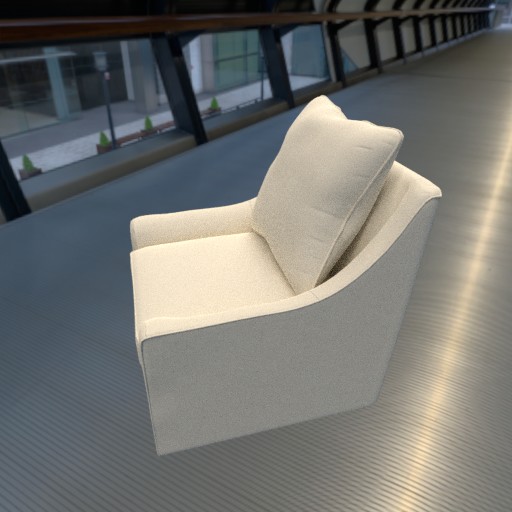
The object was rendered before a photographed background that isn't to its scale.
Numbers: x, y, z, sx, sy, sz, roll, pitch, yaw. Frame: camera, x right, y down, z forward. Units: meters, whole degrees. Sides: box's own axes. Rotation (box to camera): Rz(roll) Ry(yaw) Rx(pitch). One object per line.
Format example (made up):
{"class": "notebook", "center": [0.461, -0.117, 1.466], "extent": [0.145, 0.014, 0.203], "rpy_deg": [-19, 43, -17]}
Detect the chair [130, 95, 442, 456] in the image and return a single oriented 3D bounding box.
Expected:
{"class": "chair", "center": [0.000, 0.000, 1.570], "extent": [0.876, 0.965, 0.756], "rpy_deg": [-8, 31, -13]}
